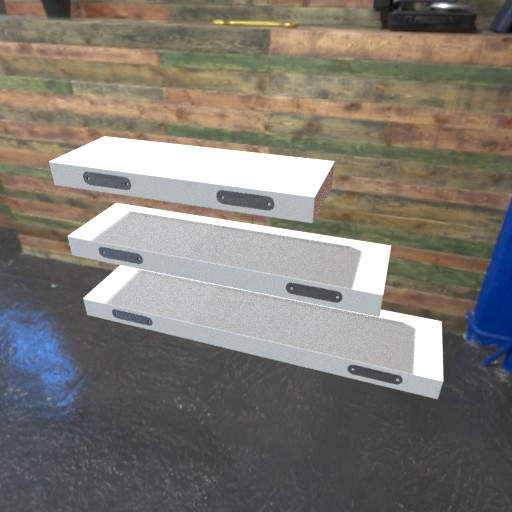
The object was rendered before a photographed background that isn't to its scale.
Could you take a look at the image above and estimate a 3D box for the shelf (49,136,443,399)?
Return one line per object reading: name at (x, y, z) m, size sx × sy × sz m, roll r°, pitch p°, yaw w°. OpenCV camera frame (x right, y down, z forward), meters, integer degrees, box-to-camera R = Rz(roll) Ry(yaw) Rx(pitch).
shelf at (0.000, 0.000, 0.713) m, size 0.610 × 0.293 × 0.140 m, roll 10°, pitch 33°, yaw 16°
